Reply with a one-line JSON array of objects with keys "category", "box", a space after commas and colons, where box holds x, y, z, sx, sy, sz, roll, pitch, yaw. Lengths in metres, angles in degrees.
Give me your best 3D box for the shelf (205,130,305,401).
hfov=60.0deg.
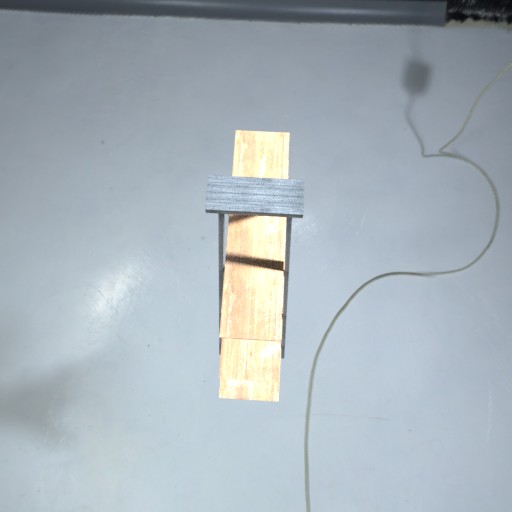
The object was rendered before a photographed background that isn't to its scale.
[{"category": "shelf", "box": [0.000, 0.000, 2.735, 0.508, 1.808, 1.746, 3, 74, 1]}]
